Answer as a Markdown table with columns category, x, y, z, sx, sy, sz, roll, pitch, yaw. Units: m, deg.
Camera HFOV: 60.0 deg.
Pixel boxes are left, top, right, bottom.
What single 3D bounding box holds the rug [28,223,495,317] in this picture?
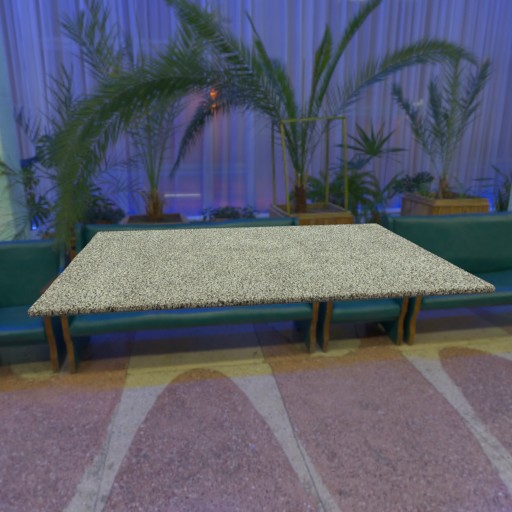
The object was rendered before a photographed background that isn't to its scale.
| category | x | y | z | sx | sy | sz | roll | pitch | yaw |
| --- | --- | --- | --- | --- | --- | --- | --- | --- | --- |
| rug | 0.000 | 0.000 | 2.235 | 1.778 | 0.030 | 1.219 | -2 | 16 | -7 |
